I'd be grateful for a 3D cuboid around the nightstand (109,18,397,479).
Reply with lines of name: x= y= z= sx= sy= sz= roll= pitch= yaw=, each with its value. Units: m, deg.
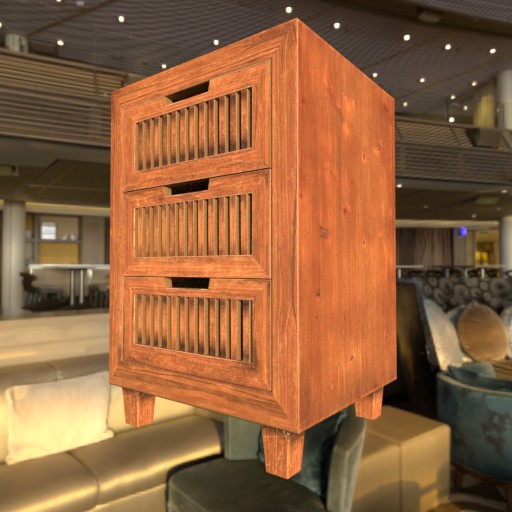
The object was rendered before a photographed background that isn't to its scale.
nightstand: x=0.000 y=0.000 z=0.952 sx=0.465 sy=0.695 sz=0.410 roll=-1 pitch=-2 yaw=37
